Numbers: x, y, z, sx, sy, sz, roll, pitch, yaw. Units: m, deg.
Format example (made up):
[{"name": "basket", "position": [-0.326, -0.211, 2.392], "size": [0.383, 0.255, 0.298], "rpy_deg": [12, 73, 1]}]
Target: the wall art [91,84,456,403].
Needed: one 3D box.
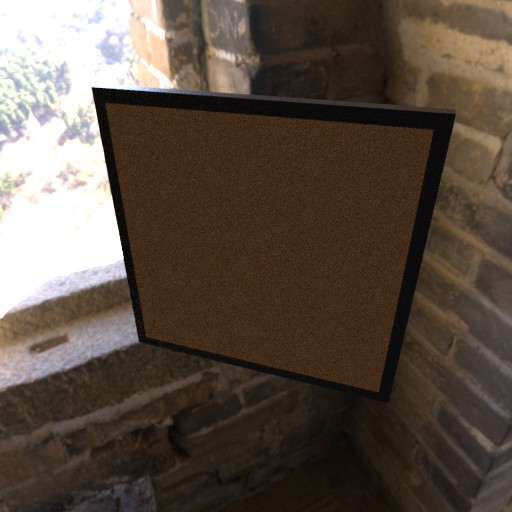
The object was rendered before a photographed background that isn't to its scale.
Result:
[{"name": "wall art", "position": [0.000, 0.000, 1.109], "size": [0.765, 0.765, 0.038], "rpy_deg": [10, 33, 15]}]
